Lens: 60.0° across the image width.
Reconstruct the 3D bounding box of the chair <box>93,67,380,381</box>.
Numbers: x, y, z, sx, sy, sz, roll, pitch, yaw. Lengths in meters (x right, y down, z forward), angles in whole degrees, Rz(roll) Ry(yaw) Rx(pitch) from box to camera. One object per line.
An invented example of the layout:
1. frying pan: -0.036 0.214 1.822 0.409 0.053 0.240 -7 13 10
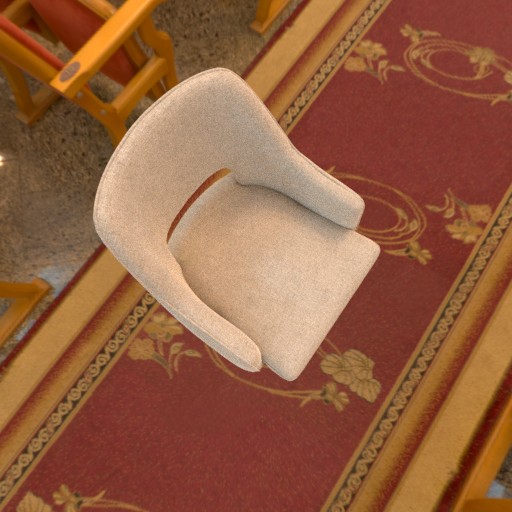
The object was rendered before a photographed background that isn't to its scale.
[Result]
1. chair: 0.000 0.000 1.246 0.605 0.849 0.548 35 78 8
